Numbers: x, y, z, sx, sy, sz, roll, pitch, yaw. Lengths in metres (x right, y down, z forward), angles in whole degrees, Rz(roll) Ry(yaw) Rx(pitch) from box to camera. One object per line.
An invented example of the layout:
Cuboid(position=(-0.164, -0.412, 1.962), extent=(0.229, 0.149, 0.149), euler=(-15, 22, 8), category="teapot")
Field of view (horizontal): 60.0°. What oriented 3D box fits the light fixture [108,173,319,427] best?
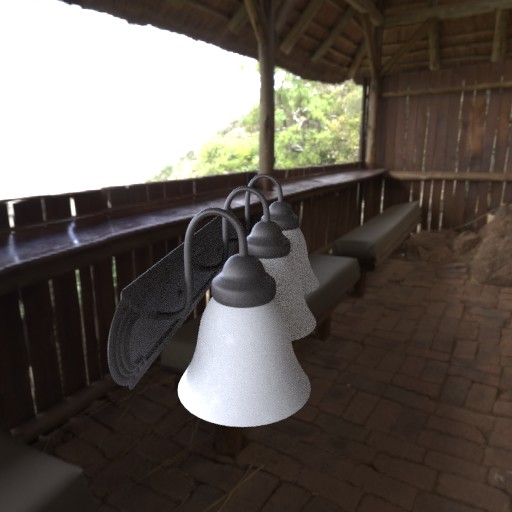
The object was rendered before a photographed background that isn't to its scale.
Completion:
Cuboid(position=(0.000, 0.000, 0.708), extent=(0.199, 0.222, 0.610), euler=(3, 16, 9), category="light fixture")
